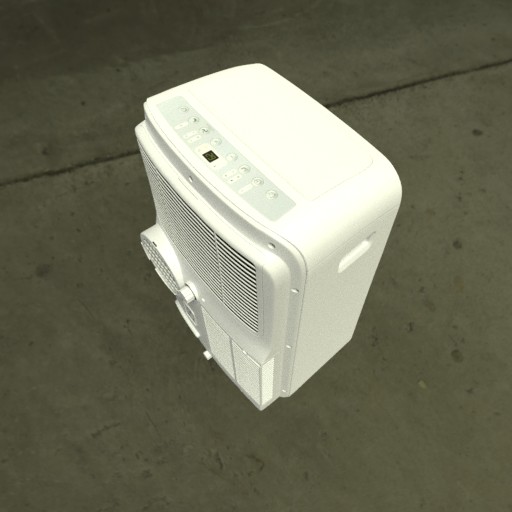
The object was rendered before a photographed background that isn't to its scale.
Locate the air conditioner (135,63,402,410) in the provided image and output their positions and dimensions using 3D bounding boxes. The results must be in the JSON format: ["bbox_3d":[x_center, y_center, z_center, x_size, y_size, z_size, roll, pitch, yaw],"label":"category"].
[{"bbox_3d":[0.000,0.000,0.974,0.365,0.700,0.454,-33,63,-20],"label":"air conditioner"}]
